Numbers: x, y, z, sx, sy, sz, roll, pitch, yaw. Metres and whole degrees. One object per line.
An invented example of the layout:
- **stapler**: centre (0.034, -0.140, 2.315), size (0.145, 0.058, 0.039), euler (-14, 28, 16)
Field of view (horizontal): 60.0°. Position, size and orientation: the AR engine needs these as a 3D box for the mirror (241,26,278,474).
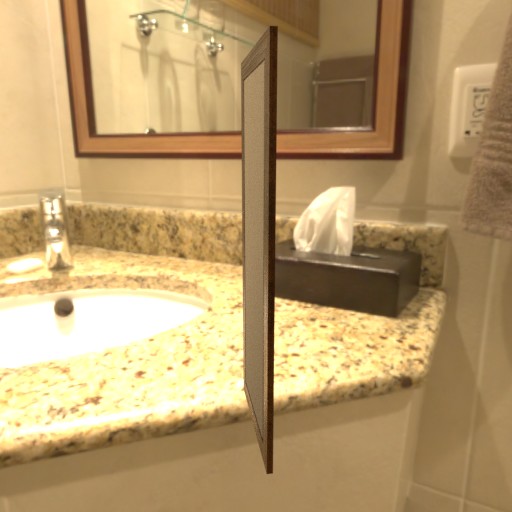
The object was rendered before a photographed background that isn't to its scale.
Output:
- **mirror**: centre (0.000, 0.000, 2.347), size (0.032, 2.031, 0.812), euler (-2, 14, -10)
